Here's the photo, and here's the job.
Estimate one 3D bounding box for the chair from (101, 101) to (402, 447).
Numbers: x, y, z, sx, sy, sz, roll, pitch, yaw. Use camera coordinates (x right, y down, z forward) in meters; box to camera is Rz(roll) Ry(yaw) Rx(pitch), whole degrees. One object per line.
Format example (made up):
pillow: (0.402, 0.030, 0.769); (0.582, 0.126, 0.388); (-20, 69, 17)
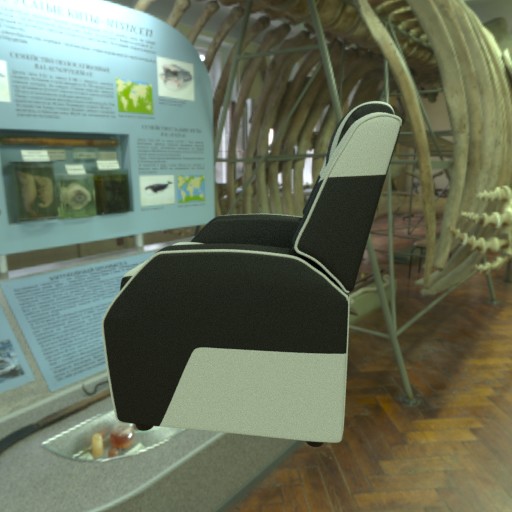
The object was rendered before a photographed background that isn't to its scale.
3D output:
chair: (0.000, 0.000, 1.276); (0.672, 0.805, 0.620); (2, 13, 8)
